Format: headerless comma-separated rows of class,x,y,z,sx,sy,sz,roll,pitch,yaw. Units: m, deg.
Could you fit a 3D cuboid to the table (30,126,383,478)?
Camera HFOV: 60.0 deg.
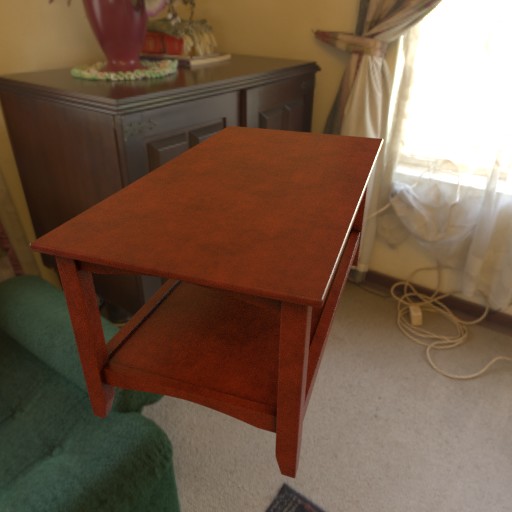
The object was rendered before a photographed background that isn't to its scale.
table,0.000,0.000,1.216,0.533,0.456,0.943,10,31,17
